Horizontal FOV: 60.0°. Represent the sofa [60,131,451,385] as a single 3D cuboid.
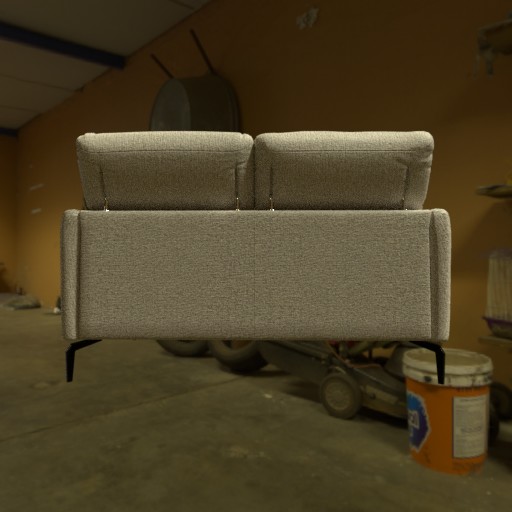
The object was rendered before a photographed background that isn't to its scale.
[{"bbox_3d":[0.000,0.000,2.073,1.540,0.950,0.905,0,0,1],"label":"sofa"}]
